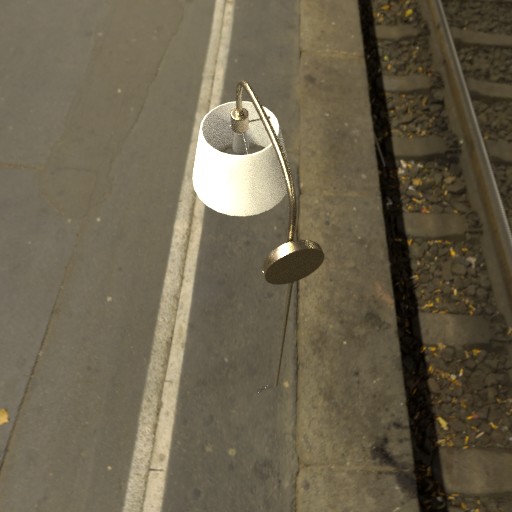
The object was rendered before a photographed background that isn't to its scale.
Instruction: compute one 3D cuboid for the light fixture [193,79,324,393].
[{"bbox_3d":[0.000,0.000,0.463,0.092,0.399,0.176,-16,60,-9],"label":"light fixture"}]
